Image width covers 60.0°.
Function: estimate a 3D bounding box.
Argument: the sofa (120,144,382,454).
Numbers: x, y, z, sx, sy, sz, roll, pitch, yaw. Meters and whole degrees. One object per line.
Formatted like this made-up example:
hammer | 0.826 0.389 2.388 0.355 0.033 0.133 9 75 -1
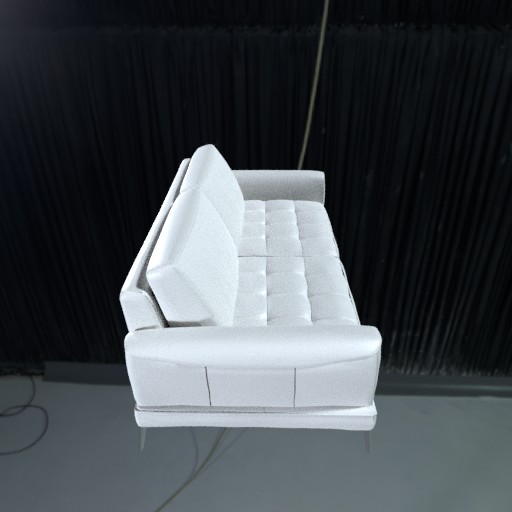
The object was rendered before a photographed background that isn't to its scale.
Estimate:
sofa | 0.000 0.000 2.766 1.121 0.930 2.177 0 30 1
